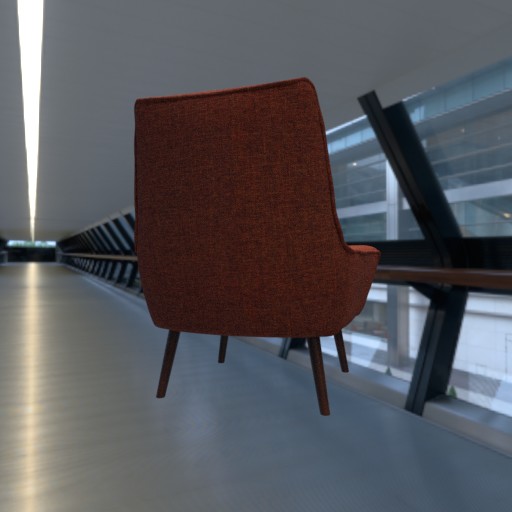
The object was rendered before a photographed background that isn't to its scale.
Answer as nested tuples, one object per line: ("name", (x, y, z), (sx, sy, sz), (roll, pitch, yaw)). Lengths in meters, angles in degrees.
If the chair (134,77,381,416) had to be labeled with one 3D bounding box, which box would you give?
("chair", (0.000, 0.000, 1.528), (0.803, 0.911, 0.784), (0, -1, 18))
